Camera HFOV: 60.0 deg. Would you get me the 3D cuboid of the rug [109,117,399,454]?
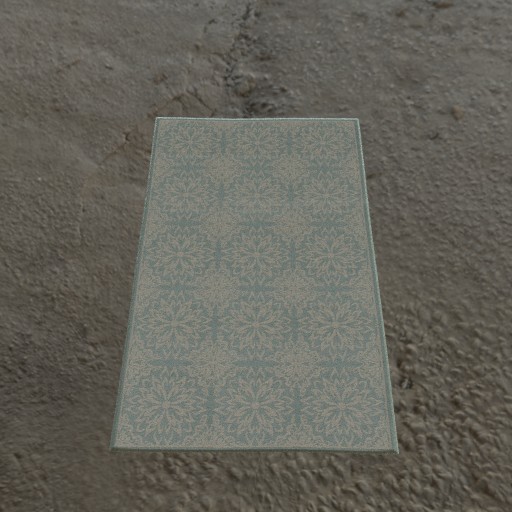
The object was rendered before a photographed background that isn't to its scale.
[{"bbox_3d":[0.000,0.000,2.263,1.219,0.012,1.840,0,64,0],"label":"rug"}]
